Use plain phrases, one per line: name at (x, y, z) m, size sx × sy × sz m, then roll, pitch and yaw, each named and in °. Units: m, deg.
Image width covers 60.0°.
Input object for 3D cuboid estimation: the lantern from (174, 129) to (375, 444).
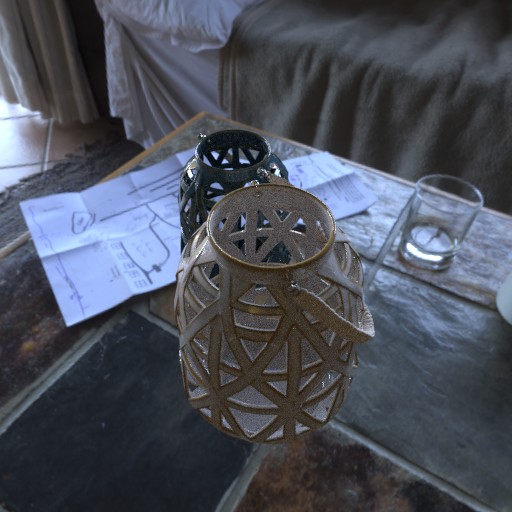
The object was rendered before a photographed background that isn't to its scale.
lantern at (0.000, 0.000, 0.610) m, size 0.245 × 0.307 × 0.439 m, roll -9°, pitch 46°, yaw -9°
